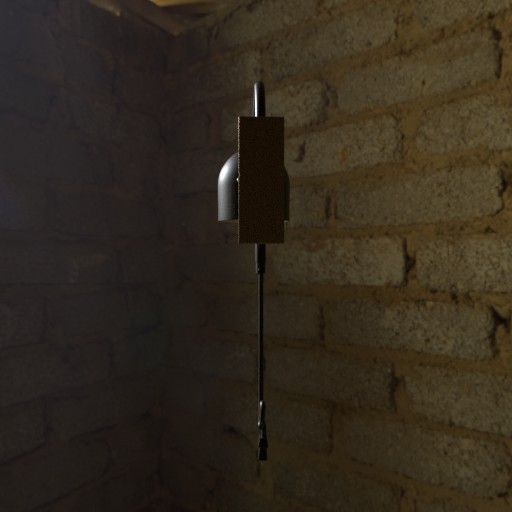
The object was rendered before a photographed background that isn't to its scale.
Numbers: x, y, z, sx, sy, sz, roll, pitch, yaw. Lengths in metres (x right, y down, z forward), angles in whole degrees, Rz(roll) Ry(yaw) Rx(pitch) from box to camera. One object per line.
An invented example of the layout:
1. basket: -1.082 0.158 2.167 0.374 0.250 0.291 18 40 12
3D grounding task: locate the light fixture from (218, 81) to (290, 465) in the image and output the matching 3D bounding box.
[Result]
1. light fixture: 0.000 0.000 1.070 0.215 0.696 0.720 0 -1 -1
